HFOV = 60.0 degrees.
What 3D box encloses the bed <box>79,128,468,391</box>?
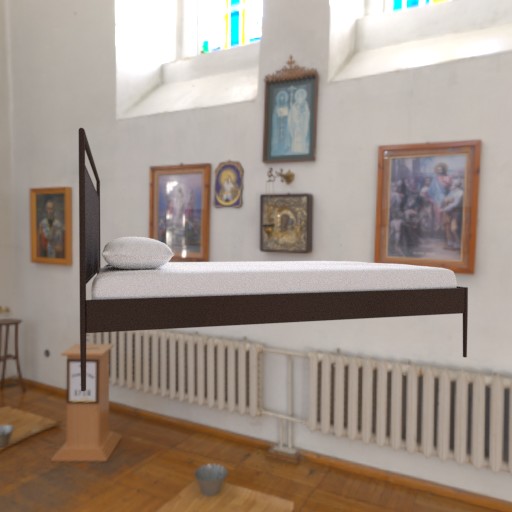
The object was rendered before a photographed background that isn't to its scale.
[{"bbox_3d":[0.000,0.000,3.029,2.122,1.173,1.572,0,1,-17],"label":"bed"}]
